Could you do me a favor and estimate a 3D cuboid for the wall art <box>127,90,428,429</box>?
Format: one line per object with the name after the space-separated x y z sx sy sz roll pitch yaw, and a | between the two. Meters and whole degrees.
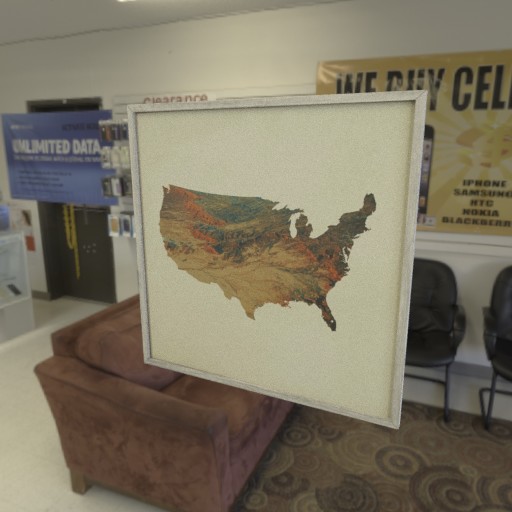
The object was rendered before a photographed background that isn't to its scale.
0.000 0.000 0.755 0.508 0.507 0.016 7 15 25 | wall art
